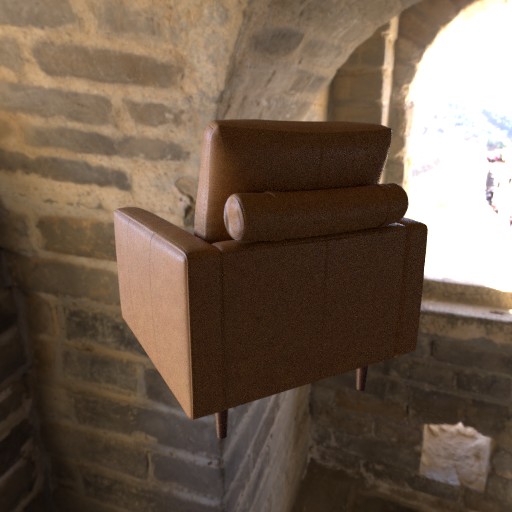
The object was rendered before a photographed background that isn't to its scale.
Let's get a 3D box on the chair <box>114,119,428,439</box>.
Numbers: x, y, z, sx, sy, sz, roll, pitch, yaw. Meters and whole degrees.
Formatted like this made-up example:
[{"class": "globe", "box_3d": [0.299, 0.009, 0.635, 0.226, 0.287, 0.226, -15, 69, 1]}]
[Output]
[{"class": "chair", "box_3d": [0.000, 0.000, 1.558, 0.831, 0.896, 0.868, -8, 17, -28]}]
